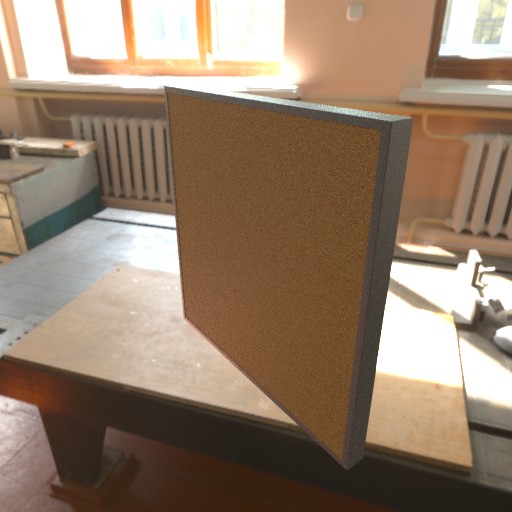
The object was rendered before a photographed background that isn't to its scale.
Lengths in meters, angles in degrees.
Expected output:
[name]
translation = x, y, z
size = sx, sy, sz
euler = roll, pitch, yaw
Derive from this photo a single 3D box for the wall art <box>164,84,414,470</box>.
[wall art]
translation = 0.000, 0.000, 0.514
size = 0.028, 0.349, 0.349
euler = -18, 31, -33
